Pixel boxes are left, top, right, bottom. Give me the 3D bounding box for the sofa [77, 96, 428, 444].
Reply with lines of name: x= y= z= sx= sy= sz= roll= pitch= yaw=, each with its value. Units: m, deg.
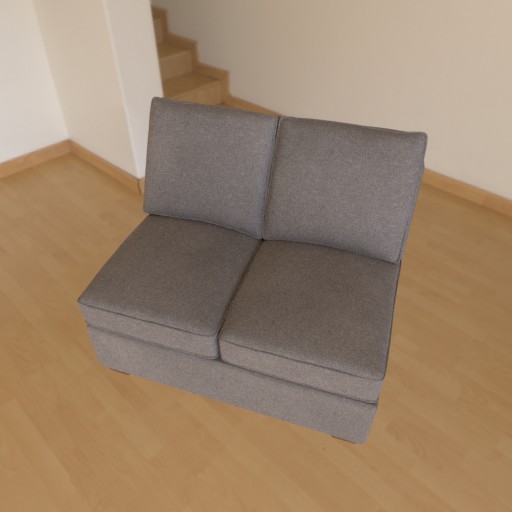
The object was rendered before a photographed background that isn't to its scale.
sofa: x=0.000 y=0.000 z=1.927 sx=1.237 sy=1.008 sz=0.951 roll=12 pitch=42 yaw=14
